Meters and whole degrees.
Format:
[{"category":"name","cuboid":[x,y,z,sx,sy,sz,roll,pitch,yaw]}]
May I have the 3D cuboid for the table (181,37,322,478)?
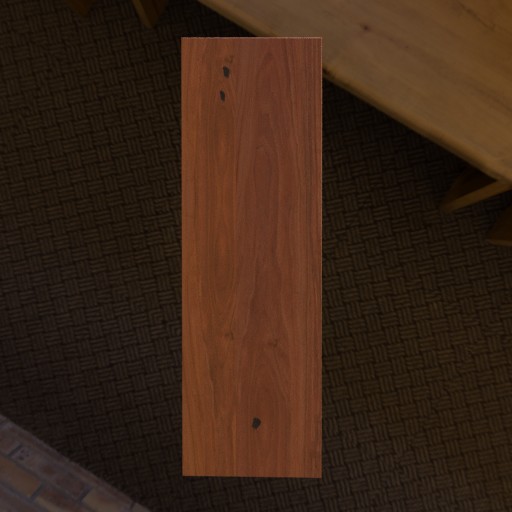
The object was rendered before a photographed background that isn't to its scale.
[{"category":"table","cuboid":[0.000,0.000,1.482,0.350,0.750,1.100,0,91,2]}]
